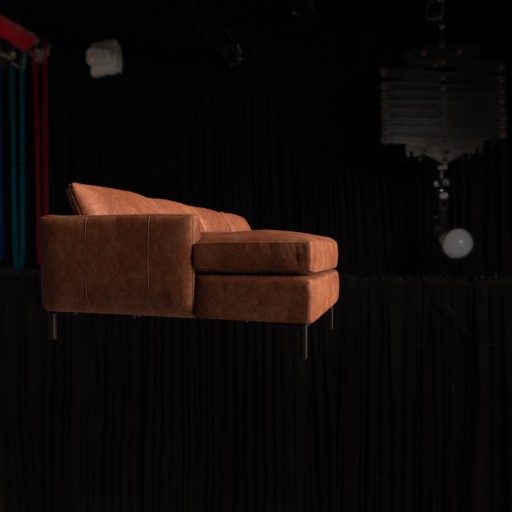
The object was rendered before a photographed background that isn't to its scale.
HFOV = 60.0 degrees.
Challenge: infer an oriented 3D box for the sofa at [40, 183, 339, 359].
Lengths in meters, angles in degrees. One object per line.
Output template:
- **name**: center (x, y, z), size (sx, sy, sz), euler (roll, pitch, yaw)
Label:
- **sofa**: center (0.000, 0.000, 3.535), size (1.471, 0.859, 2.993), euler (0, 1, 18)
